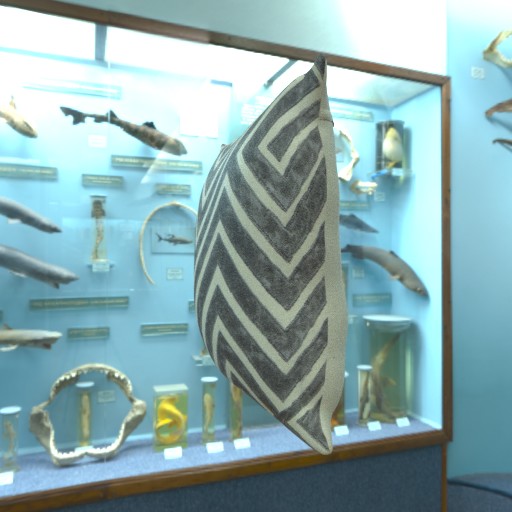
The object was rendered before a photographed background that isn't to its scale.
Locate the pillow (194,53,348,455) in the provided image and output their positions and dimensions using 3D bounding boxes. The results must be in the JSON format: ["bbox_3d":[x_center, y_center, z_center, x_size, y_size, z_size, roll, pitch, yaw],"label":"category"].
[{"bbox_3d":[0.000,0.000,0.672,0.182,0.441,0.440,0,0,-18],"label":"pillow"}]
